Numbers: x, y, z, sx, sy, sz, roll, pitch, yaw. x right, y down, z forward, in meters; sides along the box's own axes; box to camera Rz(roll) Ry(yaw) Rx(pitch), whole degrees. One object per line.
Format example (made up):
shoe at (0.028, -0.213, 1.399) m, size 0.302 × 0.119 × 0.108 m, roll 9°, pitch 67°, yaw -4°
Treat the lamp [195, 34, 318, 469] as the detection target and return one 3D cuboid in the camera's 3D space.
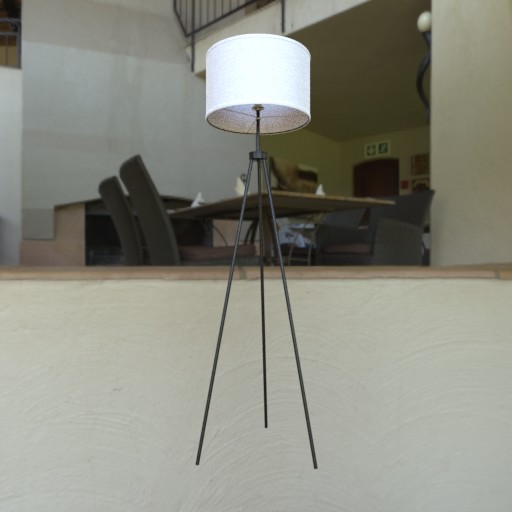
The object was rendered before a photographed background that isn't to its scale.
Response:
lamp at (0.000, 0.000, 1.767) m, size 0.448 × 1.545 × 0.458 m, roll 0°, pitch 0°, yaw 0°
